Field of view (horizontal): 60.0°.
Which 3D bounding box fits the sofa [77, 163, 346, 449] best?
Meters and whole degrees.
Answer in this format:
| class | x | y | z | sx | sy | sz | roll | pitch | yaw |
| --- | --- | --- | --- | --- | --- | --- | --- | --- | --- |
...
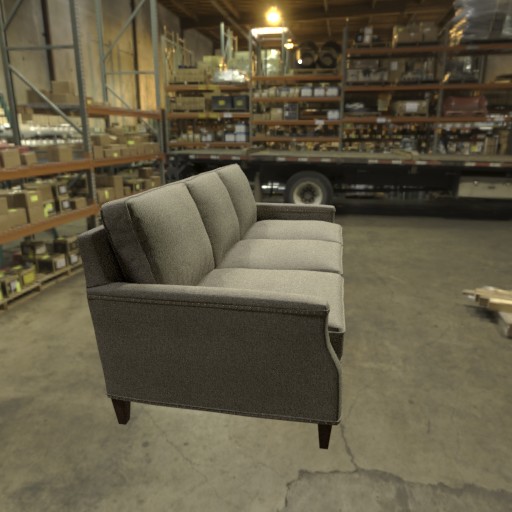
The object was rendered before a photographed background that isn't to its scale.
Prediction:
| class | x | y | z | sx | sy | sz | roll | pitch | yaw |
| --- | --- | --- | --- | --- | --- | --- | --- | --- | --- |
| sofa | 0.000 | 0.000 | 2.773 | 1.084 | 1.003 | 2.246 | 3 | 16 | 10 |
